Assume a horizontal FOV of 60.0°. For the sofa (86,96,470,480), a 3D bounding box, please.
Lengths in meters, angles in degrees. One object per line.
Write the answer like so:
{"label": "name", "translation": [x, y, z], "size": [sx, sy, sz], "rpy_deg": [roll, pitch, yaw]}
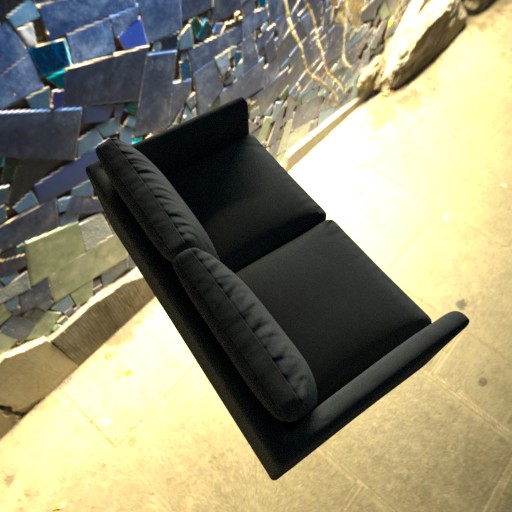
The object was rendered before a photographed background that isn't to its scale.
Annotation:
{"label": "sofa", "translation": [0.000, 0.000, 2.445], "size": [1.091, 0.845, 1.909], "rpy_deg": [-30, 63, -17]}
